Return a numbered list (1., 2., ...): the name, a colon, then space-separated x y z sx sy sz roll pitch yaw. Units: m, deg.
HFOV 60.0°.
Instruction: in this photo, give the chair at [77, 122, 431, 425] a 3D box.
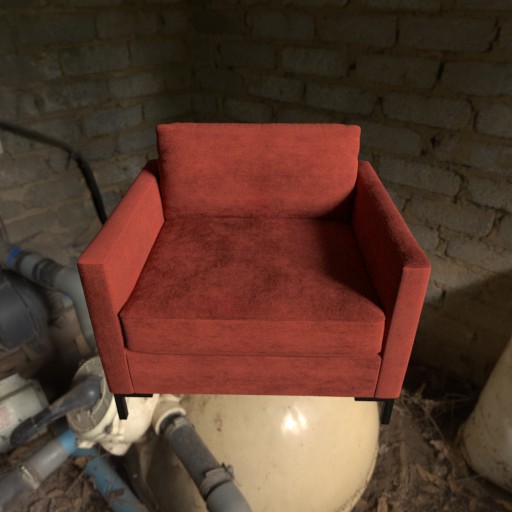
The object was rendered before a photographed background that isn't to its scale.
1. chair: 0.000 0.000 1.612 0.964 0.812 0.875 1 31 1
